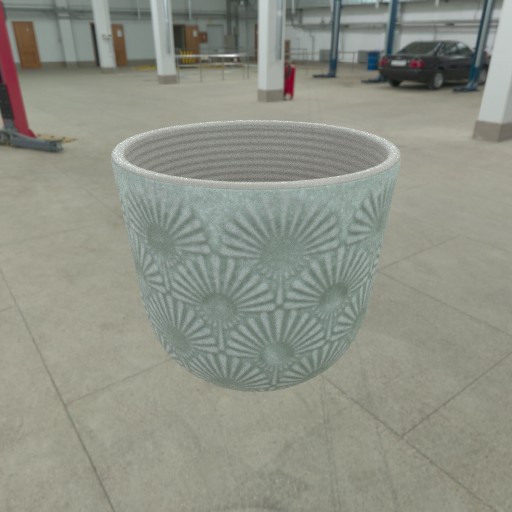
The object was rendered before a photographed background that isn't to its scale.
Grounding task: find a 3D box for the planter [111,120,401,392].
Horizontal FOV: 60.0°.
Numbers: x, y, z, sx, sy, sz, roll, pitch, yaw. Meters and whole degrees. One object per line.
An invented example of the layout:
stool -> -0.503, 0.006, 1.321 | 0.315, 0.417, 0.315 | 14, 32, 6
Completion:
planter -> 0.000, 0.000, 0.302 | 0.170, 0.152, 0.170 | 0, 26, 0
